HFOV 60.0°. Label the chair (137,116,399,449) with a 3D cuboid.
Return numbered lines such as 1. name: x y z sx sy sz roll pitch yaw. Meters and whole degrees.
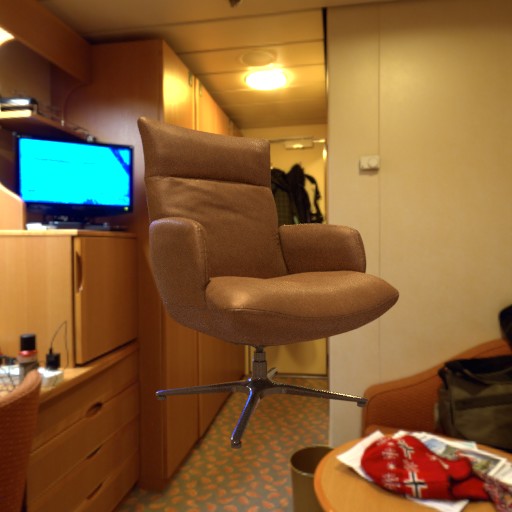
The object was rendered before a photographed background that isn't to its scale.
1. chair: 0.000 0.000 1.563 0.711 1.027 0.794 -1 1 -37
